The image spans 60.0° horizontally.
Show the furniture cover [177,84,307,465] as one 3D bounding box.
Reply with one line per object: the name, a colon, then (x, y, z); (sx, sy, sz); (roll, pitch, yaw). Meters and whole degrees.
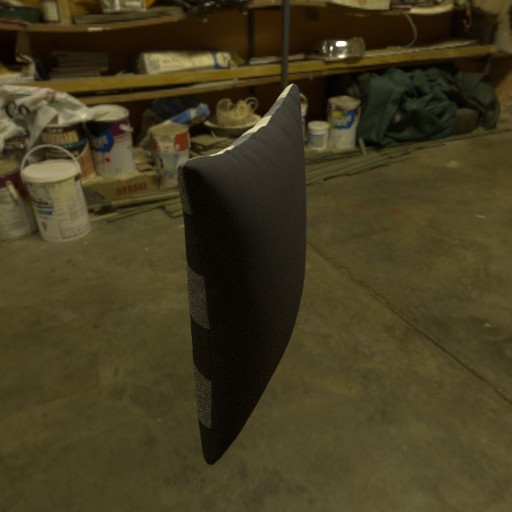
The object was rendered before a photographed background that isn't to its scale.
furniture cover: (0.000, 0.000, 0.799); (0.161, 0.509, 0.511); (9, 32, 15)
